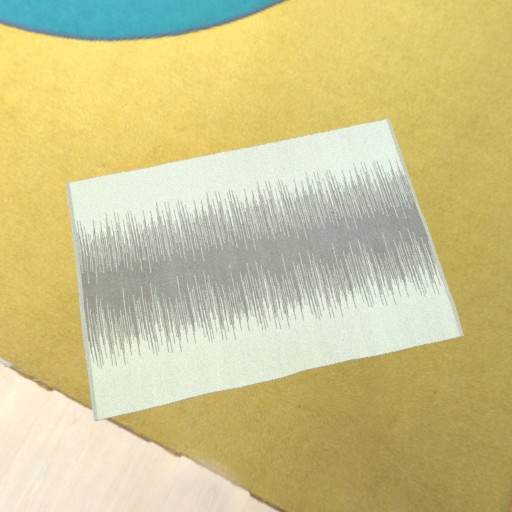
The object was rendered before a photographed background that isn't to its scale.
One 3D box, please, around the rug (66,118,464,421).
[{"bbox_3d":[0.000,0.000,2.259,1.815,0.007,1.226,-12,75,-3],"label":"rug"}]
